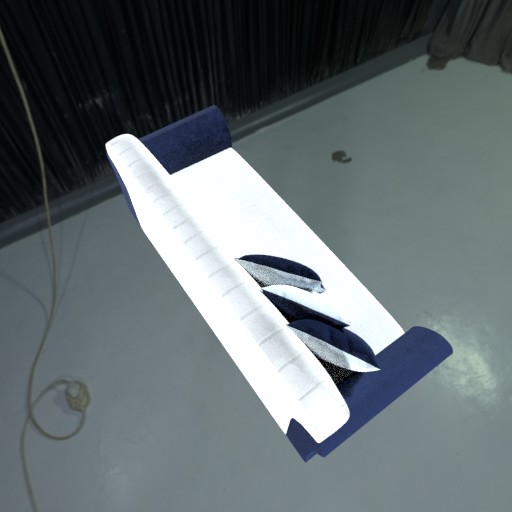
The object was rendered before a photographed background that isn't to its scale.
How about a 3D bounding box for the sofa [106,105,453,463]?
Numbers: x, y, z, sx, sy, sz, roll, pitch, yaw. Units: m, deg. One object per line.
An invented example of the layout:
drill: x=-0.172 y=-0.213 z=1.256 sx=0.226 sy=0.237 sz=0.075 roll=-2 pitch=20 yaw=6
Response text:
sofa: x=0.000 y=0.000 z=2.429 sx=0.749 sy=0.789 sz=2.006 roll=-31 pitch=63 yaw=-18
